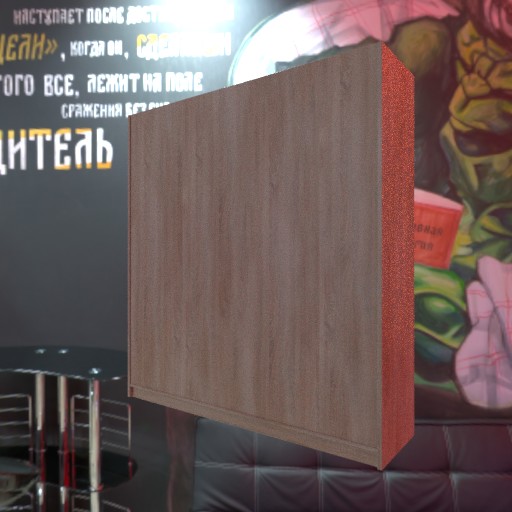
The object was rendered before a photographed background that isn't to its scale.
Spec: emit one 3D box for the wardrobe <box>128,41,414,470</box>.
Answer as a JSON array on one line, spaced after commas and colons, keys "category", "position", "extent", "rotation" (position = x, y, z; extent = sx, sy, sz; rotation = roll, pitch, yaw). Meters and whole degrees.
[{"category": "wardrobe", "position": [0.000, 0.000, 3.053], "extent": [1.998, 2.159, 0.598], "rotation": [0, 0, 36]}]
